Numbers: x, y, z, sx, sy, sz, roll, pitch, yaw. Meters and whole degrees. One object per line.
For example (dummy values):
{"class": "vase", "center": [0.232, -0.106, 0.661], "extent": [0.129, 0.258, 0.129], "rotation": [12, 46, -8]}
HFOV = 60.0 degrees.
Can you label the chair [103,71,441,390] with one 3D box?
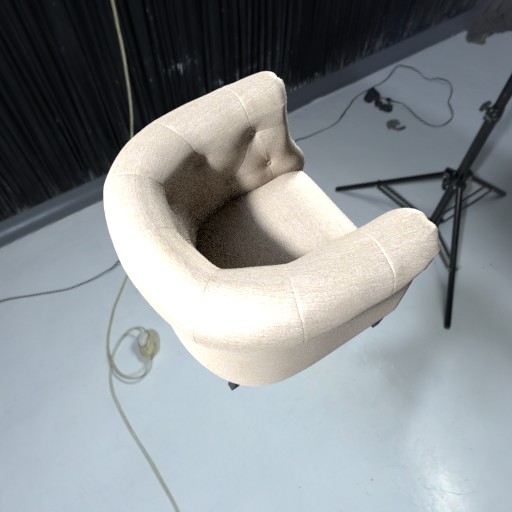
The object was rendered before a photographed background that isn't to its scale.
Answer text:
{"class": "chair", "center": [0.000, 0.000, 1.588], "extent": [0.852, 0.827, 0.905], "rotation": [-29, 63, -17]}
